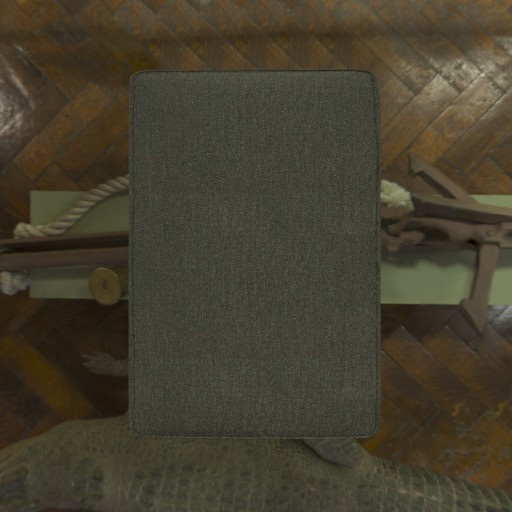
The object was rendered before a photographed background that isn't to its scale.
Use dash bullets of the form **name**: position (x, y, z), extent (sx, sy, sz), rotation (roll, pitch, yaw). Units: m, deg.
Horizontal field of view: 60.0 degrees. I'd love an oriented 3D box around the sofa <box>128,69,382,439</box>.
- **sofa**: position (0.000, 0.000, 1.206), extent (0.578, 0.457, 0.854), rotation (0, 90, 1)
